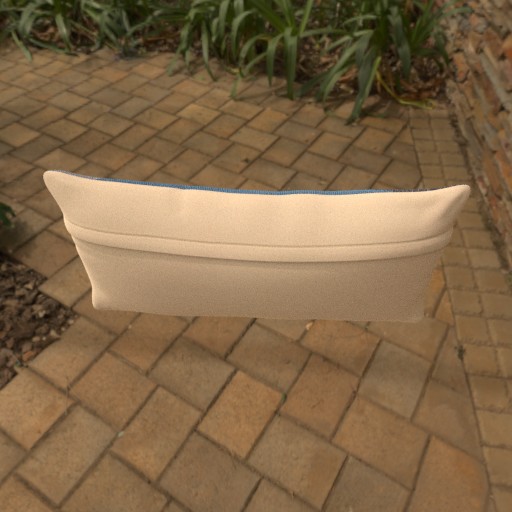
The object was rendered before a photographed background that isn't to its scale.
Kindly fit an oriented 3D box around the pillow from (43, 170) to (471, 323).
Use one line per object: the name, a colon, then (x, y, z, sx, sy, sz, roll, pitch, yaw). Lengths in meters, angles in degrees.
pillow: (0.000, 0.000, 0.715, 0.604, 0.307, 0.148, 2, 45, 2)
